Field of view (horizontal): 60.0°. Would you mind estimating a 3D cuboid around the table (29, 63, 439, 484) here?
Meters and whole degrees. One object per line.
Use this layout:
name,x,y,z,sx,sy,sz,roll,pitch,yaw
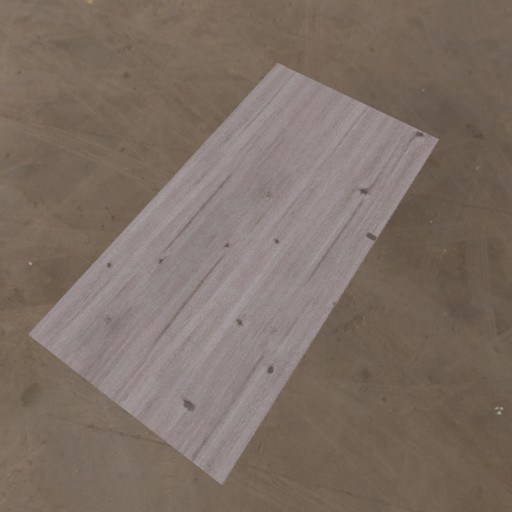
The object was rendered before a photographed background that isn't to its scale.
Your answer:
table,0.000,0.000,1.660,0.700,0.450,1.350,31,68,14
